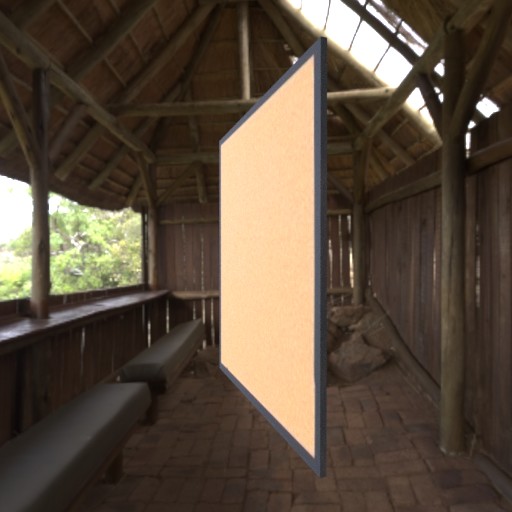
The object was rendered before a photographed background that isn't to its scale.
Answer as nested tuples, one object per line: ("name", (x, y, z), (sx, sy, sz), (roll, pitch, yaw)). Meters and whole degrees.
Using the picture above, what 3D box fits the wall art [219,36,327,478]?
("wall art", (0.000, 0.000, 1.221), (0.013, 0.823, 0.823), (0, 1, -18))
